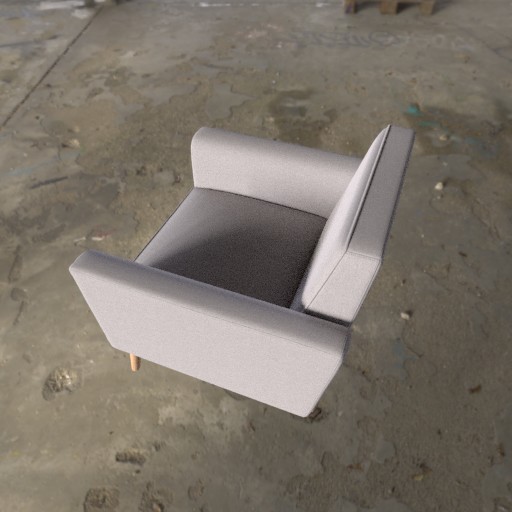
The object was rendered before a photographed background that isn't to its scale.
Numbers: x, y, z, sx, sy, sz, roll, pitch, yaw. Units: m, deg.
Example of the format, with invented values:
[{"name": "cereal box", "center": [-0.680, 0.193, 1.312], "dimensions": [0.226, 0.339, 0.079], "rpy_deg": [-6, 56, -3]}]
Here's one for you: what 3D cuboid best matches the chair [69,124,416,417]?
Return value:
[{"name": "chair", "center": [0.000, 0.000, 1.414], "dimensions": [0.750, 0.780, 0.780], "rpy_deg": [16, 47, 15]}]
